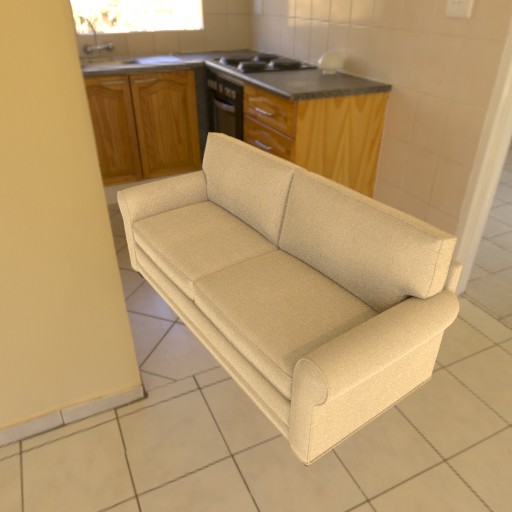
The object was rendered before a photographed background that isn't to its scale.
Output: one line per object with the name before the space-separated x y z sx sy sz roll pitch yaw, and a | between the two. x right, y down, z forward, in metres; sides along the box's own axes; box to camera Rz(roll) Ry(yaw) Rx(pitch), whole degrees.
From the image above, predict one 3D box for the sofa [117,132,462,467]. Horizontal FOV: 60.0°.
sofa | 0.000 0.000 2.625 0.901 0.962 2.146 -20 37 -30
